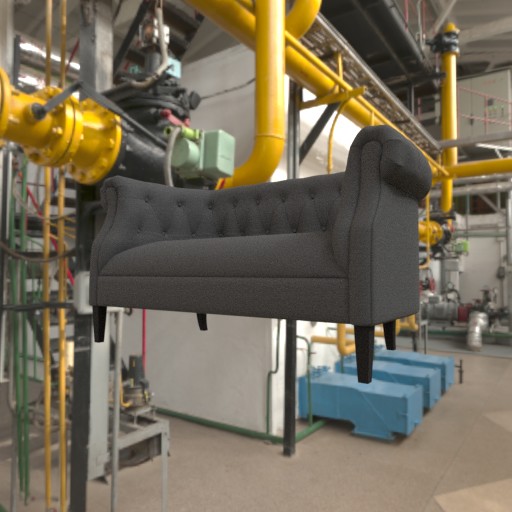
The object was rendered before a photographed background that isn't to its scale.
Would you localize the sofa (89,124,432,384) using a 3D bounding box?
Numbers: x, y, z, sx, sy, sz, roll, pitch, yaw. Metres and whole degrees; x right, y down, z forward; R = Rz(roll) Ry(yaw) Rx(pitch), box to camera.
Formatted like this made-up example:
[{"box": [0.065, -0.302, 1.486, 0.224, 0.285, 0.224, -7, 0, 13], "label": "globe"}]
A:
[{"box": [0.000, 0.000, 2.064, 1.558, 0.827, 0.835, -1, -2, 35], "label": "sofa"}]
